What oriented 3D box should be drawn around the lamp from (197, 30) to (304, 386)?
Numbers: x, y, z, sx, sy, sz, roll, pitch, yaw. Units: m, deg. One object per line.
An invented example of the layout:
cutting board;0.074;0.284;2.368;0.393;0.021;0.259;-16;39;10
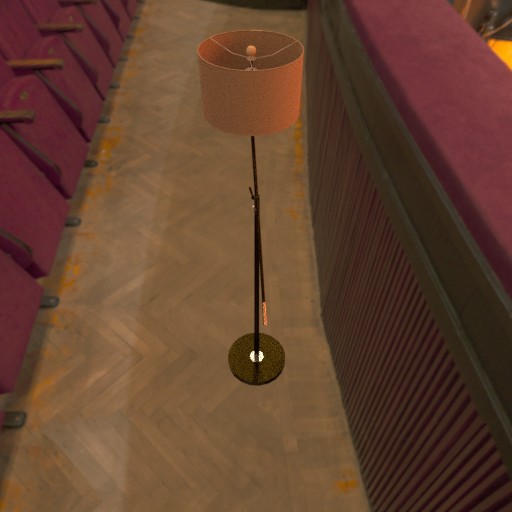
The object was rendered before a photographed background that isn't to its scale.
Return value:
lamp;0.000;0.000;1.974;0.373;1.635;0.809;-3;45;-3
